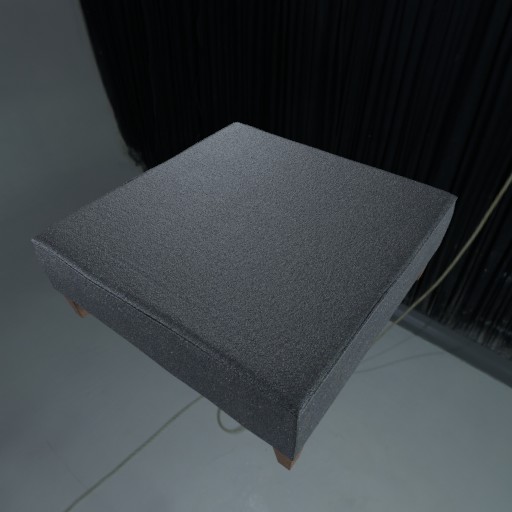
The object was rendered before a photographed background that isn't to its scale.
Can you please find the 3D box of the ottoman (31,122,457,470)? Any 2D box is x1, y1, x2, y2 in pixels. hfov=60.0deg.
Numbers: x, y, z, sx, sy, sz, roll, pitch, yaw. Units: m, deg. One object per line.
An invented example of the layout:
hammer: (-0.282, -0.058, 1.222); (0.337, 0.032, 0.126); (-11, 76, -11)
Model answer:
ottoman: (0.000, 0.000, 1.522); (0.968, 0.382, 1.004); (27, 48, 27)
